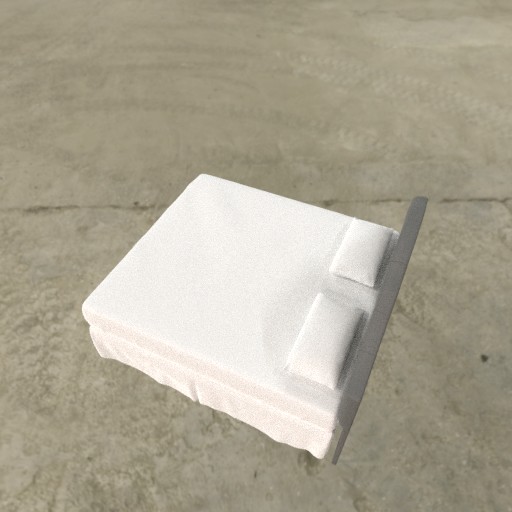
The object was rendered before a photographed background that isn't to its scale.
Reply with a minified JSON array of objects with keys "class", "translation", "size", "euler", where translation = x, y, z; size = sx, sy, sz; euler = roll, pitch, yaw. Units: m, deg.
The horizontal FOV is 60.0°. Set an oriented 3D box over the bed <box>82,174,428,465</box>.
[{"class":"bed","translation":[0.000,0.000,3.588],"size":[2.214,1.615,2.008],"euler":[19,50,17]}]
